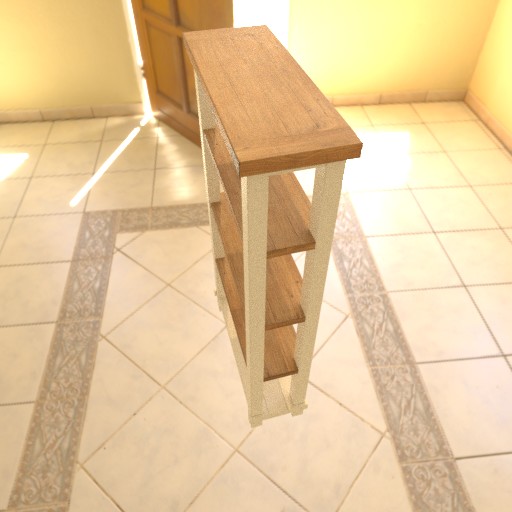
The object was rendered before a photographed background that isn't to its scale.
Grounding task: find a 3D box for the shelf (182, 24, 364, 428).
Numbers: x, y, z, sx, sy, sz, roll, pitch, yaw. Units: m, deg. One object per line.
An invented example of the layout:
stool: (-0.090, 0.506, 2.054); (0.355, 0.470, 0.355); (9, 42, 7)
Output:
shelf: (0.000, 0.000, 2.291); (0.381, 1.878, 1.022); (-11, 47, -11)
